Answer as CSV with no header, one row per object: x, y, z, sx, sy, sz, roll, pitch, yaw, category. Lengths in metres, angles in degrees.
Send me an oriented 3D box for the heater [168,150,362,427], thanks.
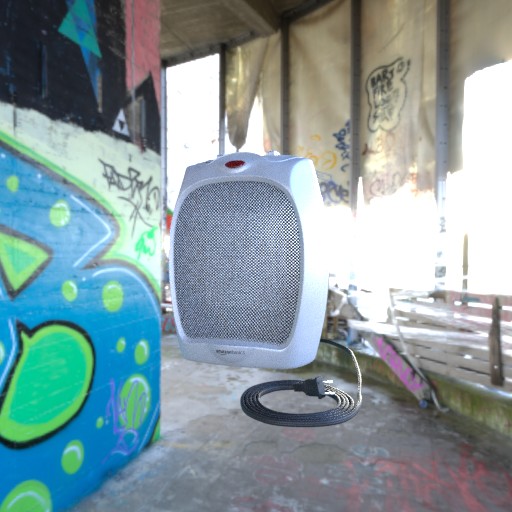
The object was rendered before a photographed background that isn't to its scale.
0.000,0.000,0.474,0.239,0.240,0.291,0,1,19,heater
